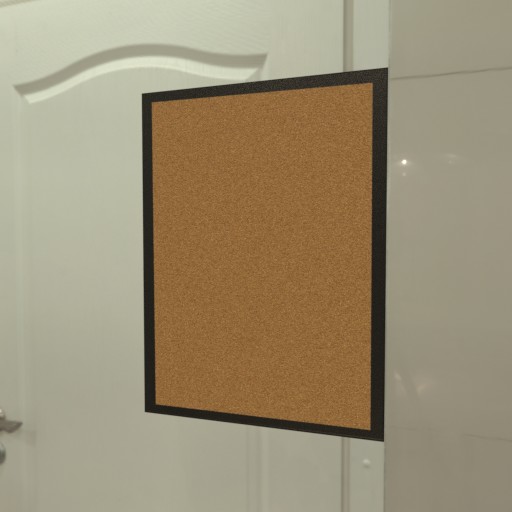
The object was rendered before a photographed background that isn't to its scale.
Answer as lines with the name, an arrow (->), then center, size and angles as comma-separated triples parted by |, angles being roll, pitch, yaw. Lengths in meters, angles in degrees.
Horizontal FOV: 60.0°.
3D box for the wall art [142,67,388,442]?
wall art -> 0.000, 0.000, 0.852 | 0.480, 0.657, 0.016 | 1, 2, 17
